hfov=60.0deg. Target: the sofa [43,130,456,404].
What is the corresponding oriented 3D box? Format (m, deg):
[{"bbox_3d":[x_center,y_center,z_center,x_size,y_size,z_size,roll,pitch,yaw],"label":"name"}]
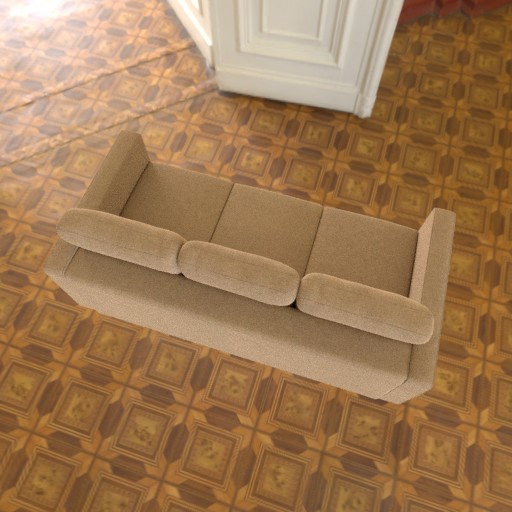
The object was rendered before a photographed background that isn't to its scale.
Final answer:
[{"bbox_3d":[0.000,0.000,2.346,1.855,0.800,0.930,16,65,8],"label":"sofa"}]
